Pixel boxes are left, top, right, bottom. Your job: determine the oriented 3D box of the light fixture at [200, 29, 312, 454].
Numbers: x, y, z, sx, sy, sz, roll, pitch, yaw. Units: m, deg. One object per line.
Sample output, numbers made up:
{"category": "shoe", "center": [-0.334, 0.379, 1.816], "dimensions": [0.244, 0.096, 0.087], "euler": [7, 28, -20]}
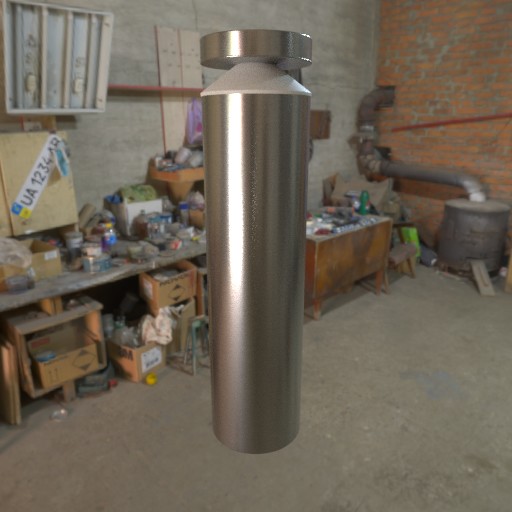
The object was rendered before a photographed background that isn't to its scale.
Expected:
{"category": "light fixture", "center": [0.000, 0.000, 0.452], "dimensions": [0.102, 0.400, 0.102], "euler": [3, 17, 8]}
